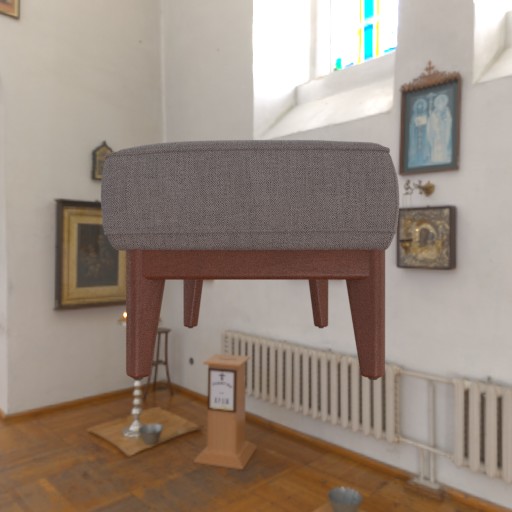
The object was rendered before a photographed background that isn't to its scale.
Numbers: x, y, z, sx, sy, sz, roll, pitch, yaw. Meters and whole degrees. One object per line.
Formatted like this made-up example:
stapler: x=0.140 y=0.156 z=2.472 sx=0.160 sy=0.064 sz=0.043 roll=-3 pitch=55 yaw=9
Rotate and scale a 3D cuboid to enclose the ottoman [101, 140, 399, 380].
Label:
ottoman: x=0.000 y=0.000 z=1.129 sx=0.555 sy=0.458 sz=0.750 roll=0 pitch=-1 yaw=0
